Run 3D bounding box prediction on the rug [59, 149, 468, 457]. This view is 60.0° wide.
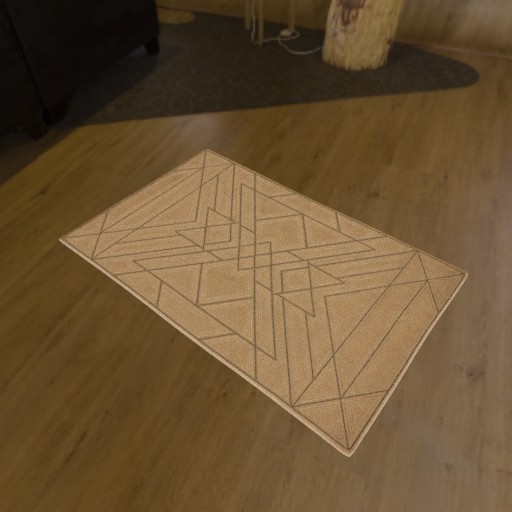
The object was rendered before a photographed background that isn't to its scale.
[{"bbox_3d":[0.000,0.000,3.132,2.459,0.023,1.575,30,53,26],"label":"rug"}]
